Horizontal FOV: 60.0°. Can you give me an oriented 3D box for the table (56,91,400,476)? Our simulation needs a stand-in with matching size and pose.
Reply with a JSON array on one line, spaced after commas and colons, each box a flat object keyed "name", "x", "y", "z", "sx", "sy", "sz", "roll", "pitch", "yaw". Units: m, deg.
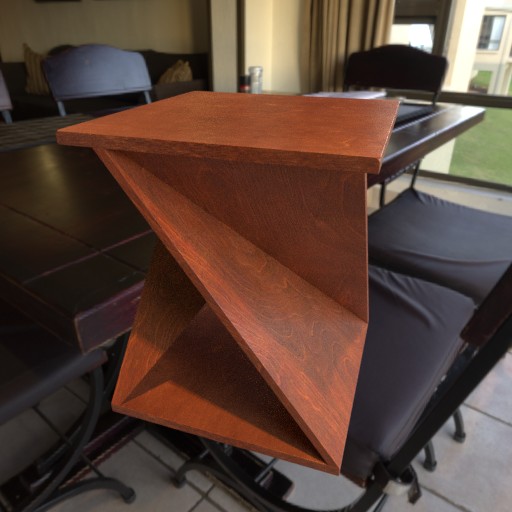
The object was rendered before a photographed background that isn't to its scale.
[{"name": "table", "x": 0.000, "y": 0.000, "z": 0.835, "sx": 0.427, "sy": 0.520, "sz": 0.427, "roll": 9, "pitch": 29, "yaw": 17}]
